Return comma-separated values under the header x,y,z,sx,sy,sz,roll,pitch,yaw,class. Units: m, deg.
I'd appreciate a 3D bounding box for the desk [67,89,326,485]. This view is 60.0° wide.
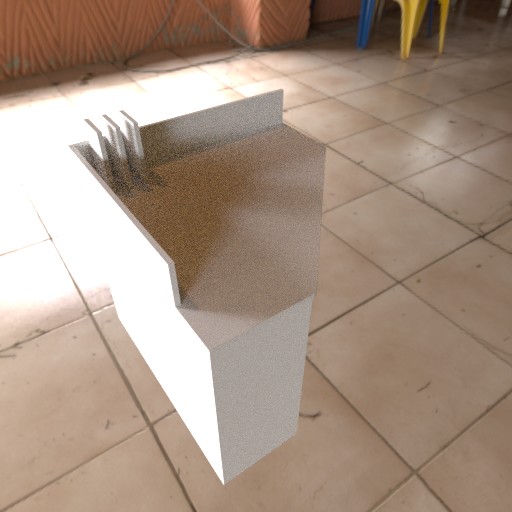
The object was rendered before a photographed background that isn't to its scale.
x,y,z,sx,sy,sz,roll,pitch,yaw,class
0.000,0.000,1.721,0.940,0.986,0.940,-25,46,-26,desk
